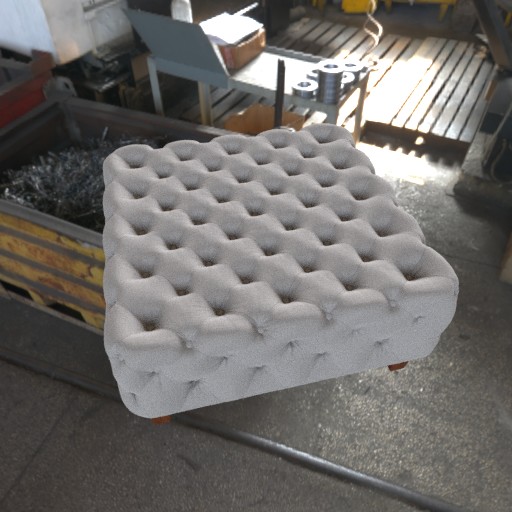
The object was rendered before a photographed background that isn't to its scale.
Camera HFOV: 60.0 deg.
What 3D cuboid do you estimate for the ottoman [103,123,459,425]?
[{"bbox_3d":[0.000,0.000,1.216,0.764,0.365,0.758,-10,46,-9],"label":"ottoman"}]
